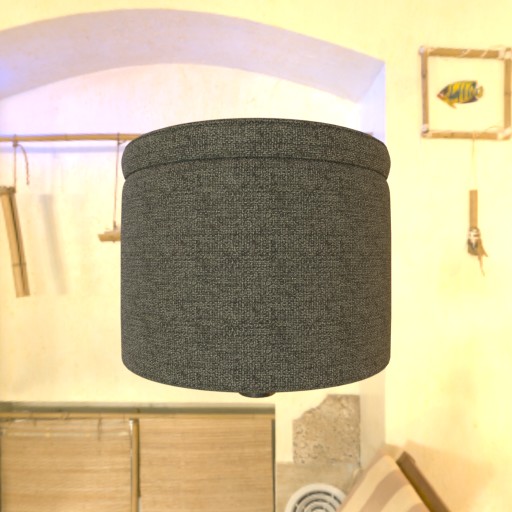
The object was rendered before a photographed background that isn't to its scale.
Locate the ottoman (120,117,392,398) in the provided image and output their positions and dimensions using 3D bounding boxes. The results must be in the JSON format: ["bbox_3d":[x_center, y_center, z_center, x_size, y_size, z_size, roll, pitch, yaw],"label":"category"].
[{"bbox_3d":[0.000,0.000,0.889,0.520,0.430,0.520,0,0,0],"label":"ottoman"}]
